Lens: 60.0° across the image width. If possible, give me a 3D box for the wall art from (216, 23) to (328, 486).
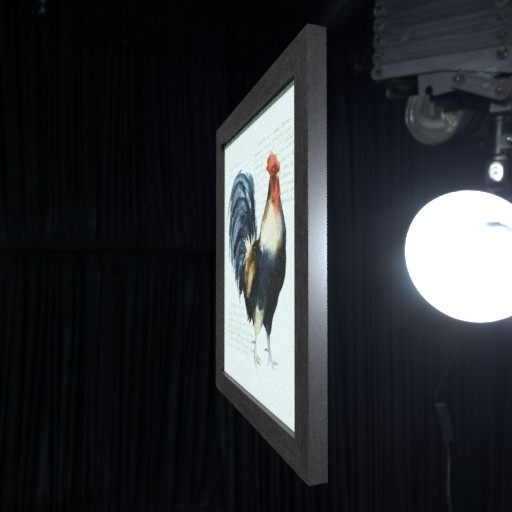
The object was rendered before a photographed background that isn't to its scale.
[{"bbox_3d":[0.000,0.000,0.787,0.027,0.580,0.479,0,-1,-19],"label":"wall art"}]
